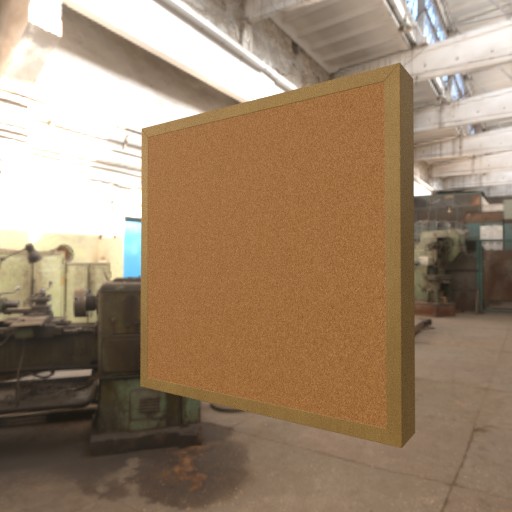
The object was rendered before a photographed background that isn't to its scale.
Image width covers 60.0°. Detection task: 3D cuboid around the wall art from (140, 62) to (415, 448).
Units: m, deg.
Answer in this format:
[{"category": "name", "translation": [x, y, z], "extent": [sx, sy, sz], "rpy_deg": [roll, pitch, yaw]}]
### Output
[{"category": "wall art", "translation": [0.000, 0.000, 0.452], "extent": [0.305, 0.305, 0.038], "rpy_deg": [-1, -1, 35]}]
